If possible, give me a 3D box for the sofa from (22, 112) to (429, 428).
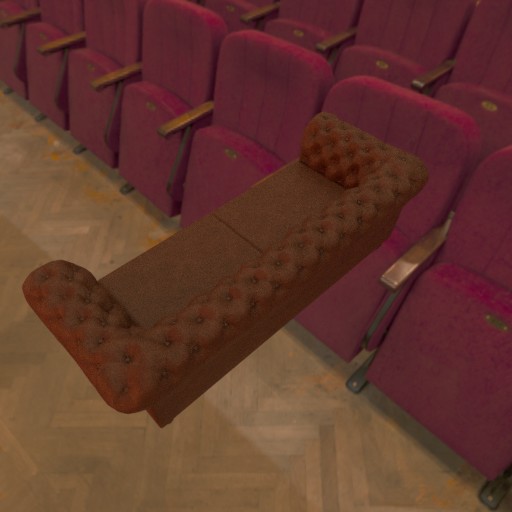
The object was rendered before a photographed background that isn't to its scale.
[{"bbox_3d":[0.000,0.000,2.745,2.385,0.783,0.944,-35,57,-28],"label":"sofa"}]
